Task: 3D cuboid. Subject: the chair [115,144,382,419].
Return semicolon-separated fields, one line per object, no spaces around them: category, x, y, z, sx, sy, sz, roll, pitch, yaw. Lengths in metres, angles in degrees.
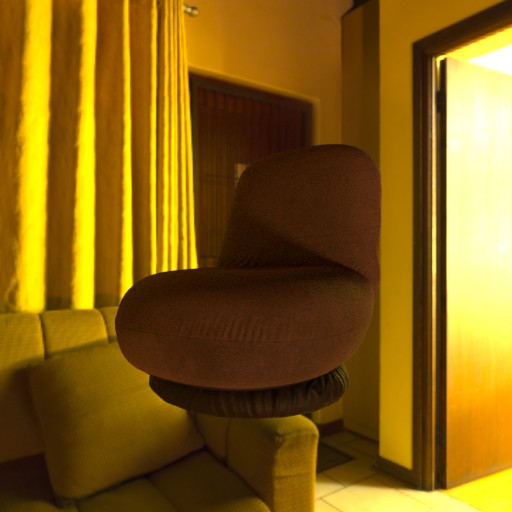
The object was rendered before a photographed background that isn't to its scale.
chair;0.000;0.000;1.023;0.521;0.594;0.597;0;0;35
